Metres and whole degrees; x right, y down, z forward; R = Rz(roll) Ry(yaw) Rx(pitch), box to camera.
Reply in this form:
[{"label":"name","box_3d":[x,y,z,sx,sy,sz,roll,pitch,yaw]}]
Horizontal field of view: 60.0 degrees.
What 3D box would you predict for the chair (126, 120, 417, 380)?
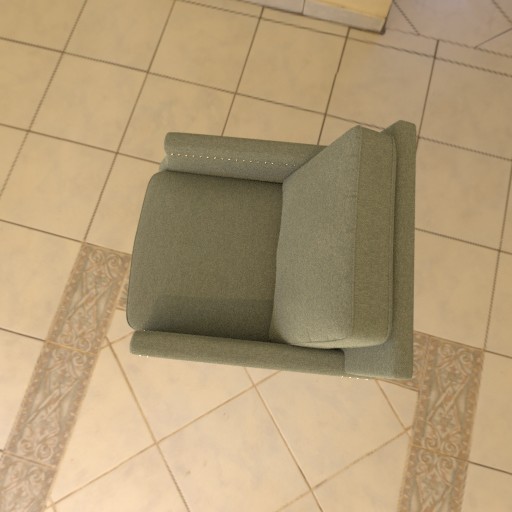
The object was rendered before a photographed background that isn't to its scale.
[{"label":"chair","box_3d":[0.000,0.000,1.812,1.031,1.031,0.885,6,76,1]}]
